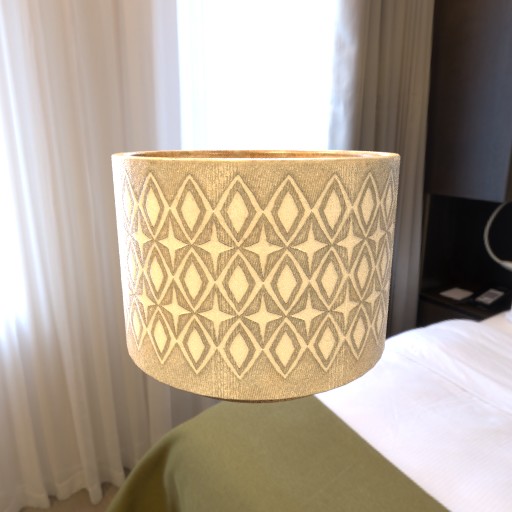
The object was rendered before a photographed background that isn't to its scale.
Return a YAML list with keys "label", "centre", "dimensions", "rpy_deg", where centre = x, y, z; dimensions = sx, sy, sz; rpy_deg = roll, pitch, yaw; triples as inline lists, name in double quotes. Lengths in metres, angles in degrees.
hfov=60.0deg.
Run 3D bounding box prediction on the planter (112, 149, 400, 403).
- label: "planter"
  centre: [0.000, 0.000, 0.318]
  dimensions: [0.186, 0.144, 0.186]
  rpy_deg: [0, 15, 0]
